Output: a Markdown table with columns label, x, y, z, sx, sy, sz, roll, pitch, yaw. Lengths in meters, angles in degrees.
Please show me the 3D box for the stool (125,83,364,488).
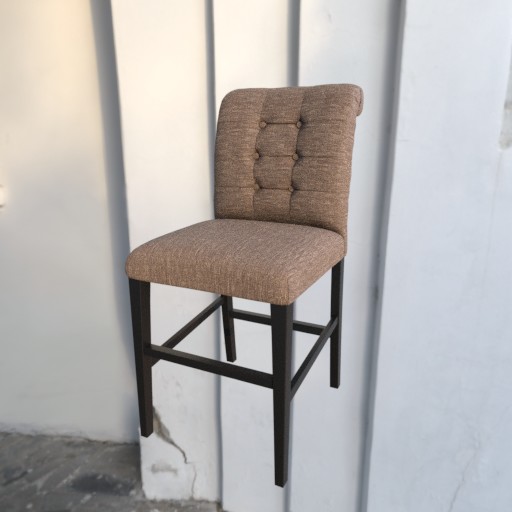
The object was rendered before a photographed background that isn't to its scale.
| label | x | y | z | sx | sy | sz | roll | pitch | yaw |
| --- | --- | --- | --- | --- | --- | --- | --- | --- | --- |
| stool | 0.000 | 0.000 | 1.291 | 0.457 | 0.970 | 0.611 | 7 | 17 | 25 |
